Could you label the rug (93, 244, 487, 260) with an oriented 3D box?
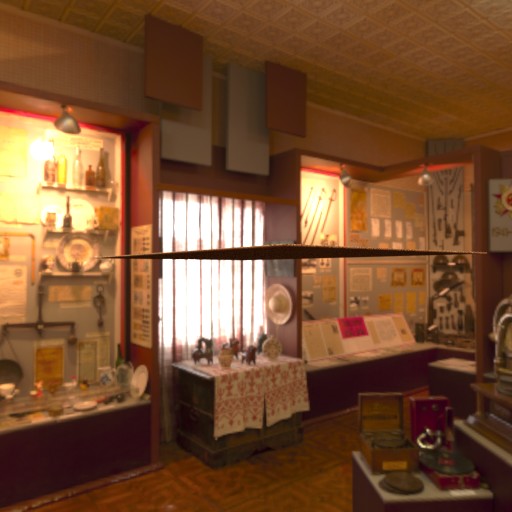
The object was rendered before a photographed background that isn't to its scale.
[{"bbox_3d":[0.000,0.000,3.080,1.519,0.007,2.428,1,-2,-36],"label":"rug"}]
